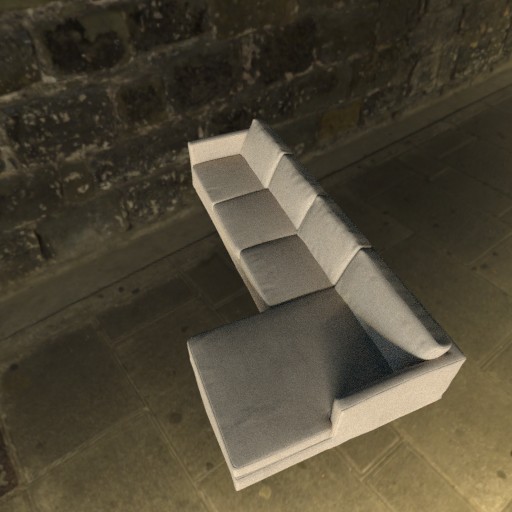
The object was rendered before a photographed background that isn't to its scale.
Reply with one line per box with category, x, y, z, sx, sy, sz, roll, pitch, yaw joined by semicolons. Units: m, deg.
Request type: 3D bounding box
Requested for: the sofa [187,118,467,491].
sofa;0.000;0.000;3.812;1.625;0.846;3.186;-17;48;-16
